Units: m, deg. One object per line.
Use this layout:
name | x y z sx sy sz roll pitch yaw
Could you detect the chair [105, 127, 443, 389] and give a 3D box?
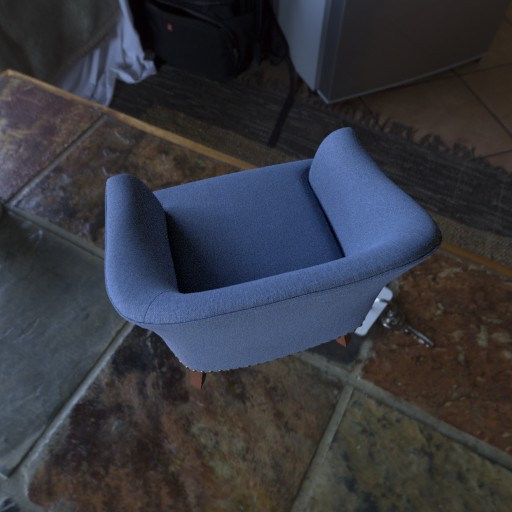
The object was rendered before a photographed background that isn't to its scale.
chair | 0.000 0.000 1.377 0.798 0.815 0.704 -13 60 -8
